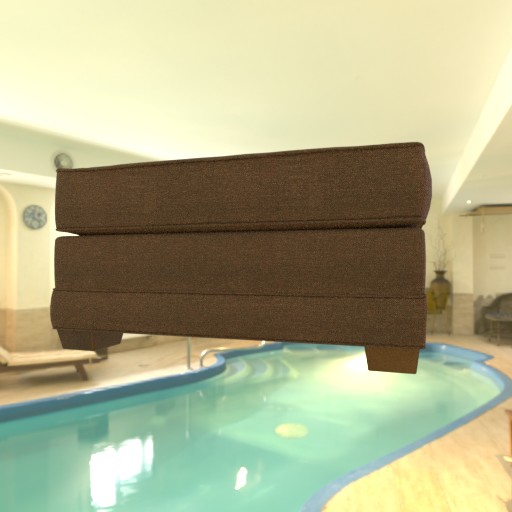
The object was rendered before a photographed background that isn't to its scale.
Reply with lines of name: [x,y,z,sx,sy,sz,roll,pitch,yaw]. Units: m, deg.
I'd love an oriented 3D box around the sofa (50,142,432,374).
sofa: [0.000,0.000,1.193,0.854,0.457,0.578,0,-1,18]
